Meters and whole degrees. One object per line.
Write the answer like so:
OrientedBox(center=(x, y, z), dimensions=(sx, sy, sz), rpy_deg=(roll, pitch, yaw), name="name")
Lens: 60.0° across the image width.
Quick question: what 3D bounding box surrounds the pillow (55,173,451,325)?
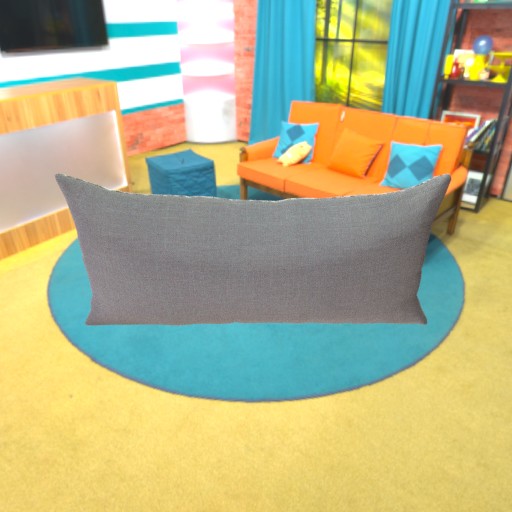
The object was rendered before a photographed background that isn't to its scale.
OrientedBox(center=(0.000, 0.000, 0.749), dimensions=(0.631, 0.290, 0.148), rpy_deg=(0, 29, 0), name="pillow")
